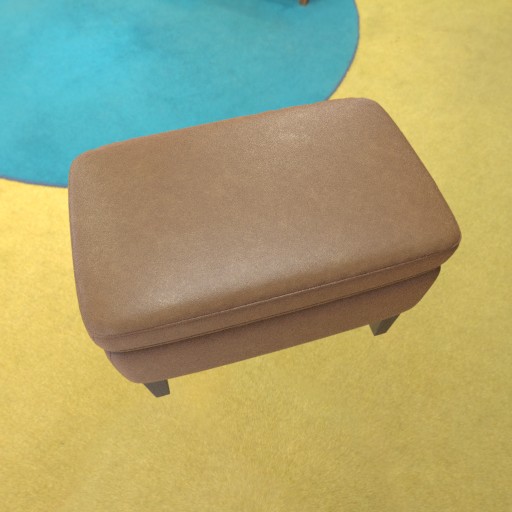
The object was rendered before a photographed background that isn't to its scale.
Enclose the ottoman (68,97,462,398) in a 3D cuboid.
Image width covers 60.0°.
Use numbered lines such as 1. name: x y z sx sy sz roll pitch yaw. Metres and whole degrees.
1. ottoman: 0.000 0.000 0.985 0.670 0.480 0.420 -14 59 -8
